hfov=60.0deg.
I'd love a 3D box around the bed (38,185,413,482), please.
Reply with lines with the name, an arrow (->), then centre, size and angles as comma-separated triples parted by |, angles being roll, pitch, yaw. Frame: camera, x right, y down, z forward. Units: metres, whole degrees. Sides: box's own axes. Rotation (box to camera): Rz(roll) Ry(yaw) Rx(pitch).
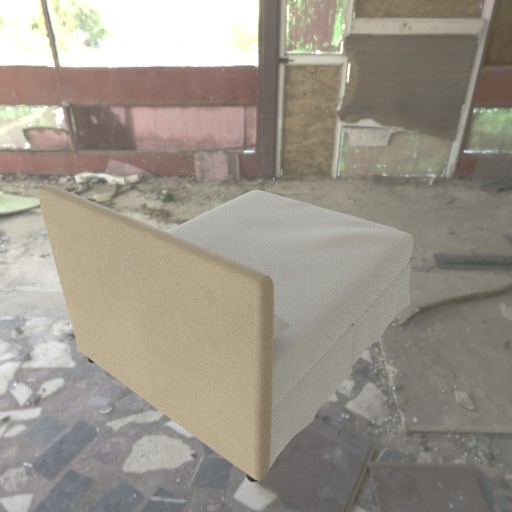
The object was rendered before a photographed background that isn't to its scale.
bed -> 0.000, 0.000, 3.173 | 1.723, 1.330, 2.142 | 21, 36, 32
